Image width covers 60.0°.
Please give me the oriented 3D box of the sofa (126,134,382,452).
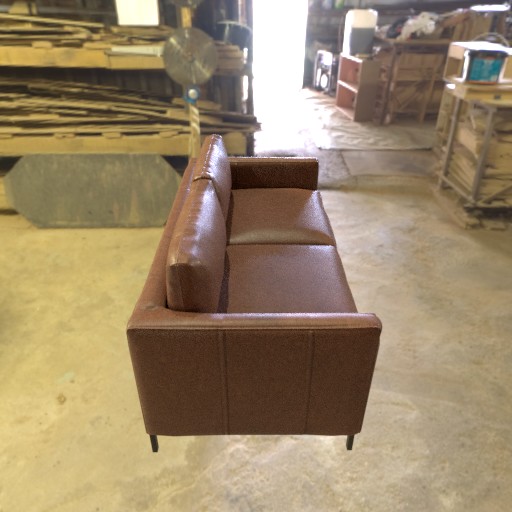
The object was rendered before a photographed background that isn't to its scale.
[{"bbox_3d":[0.000,0.000,2.339,0.899,0.883,1.797,0,31,-1],"label":"sofa"}]
